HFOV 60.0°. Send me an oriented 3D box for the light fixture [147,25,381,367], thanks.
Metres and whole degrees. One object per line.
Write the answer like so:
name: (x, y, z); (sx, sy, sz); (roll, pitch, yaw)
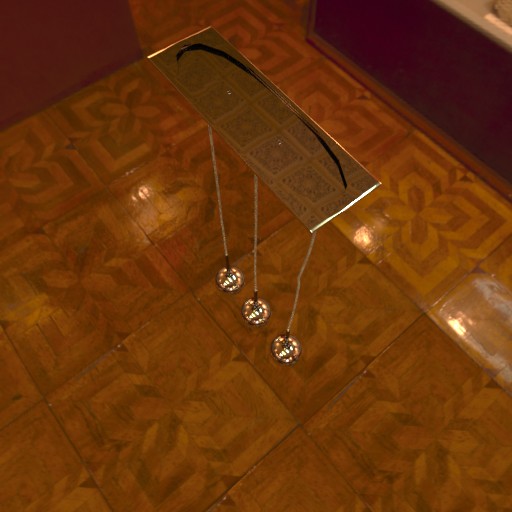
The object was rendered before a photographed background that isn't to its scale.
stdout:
light fixture: (0.000, 0.000, 1.620); (0.188, 1.408, 0.623); (-34, 69, -16)
